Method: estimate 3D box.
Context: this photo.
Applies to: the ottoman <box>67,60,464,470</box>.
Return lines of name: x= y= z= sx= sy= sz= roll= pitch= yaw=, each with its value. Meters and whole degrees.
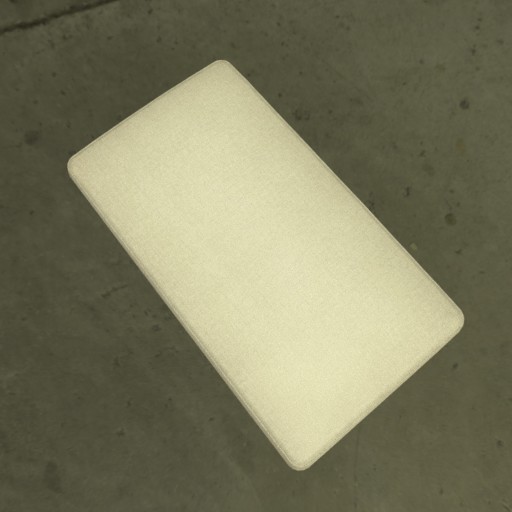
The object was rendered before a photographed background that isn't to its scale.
ottoman: x=0.000 y=0.000 z=1.416 sx=0.617 sy=0.461 sz=1.097 roll=-38 pitch=78 yaw=-10
